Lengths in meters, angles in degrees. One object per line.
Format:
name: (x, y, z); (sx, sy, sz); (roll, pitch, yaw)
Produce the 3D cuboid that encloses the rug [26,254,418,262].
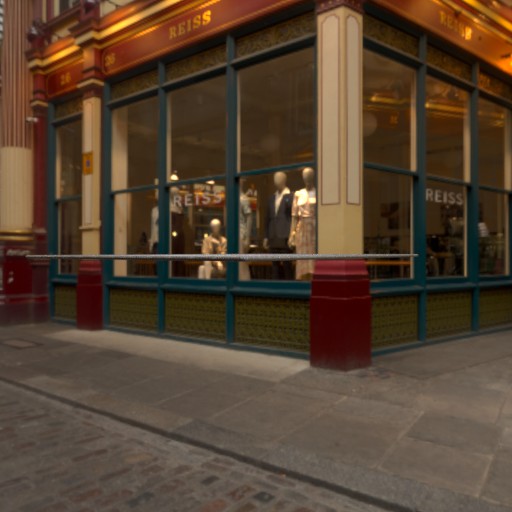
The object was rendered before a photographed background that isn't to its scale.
rug: (0.000, 0.000, 2.244); (1.144, 0.014, 1.748); (0, 1, 35)
